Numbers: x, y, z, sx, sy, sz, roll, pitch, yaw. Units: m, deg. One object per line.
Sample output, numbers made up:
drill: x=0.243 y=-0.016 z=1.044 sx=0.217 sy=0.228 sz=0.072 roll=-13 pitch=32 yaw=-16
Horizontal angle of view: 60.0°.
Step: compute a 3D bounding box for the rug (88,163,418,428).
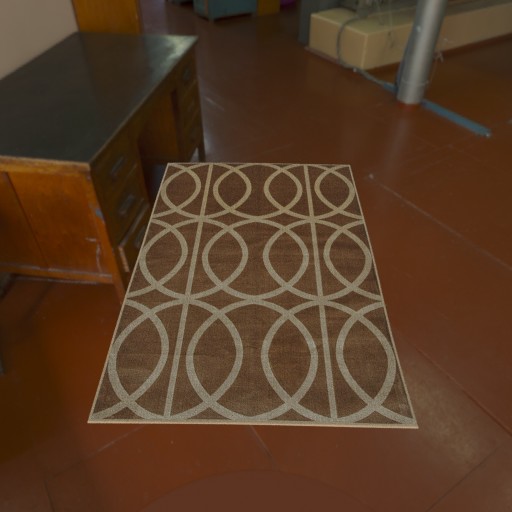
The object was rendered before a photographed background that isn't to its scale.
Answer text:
rug: x=0.000 y=0.000 z=2.867 sx=1.526 sy=0.014 sz=2.290 roll=1 pitch=43 yaw=1
